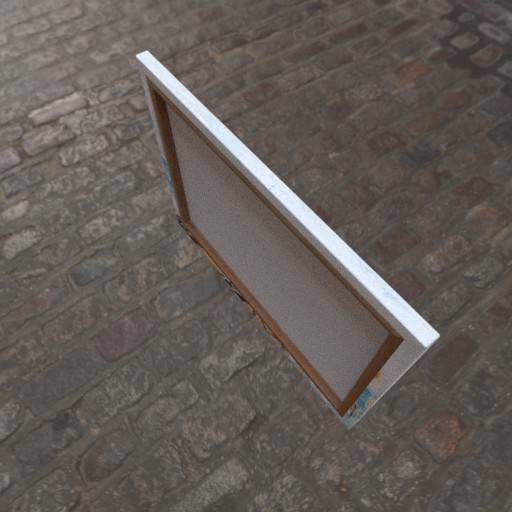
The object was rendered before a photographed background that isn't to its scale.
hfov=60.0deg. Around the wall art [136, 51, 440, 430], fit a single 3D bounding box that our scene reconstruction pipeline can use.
[{"bbox_3d":[0.000,0.000,1.298,0.038,0.762,1.016,-33,64,-18],"label":"wall art"}]
